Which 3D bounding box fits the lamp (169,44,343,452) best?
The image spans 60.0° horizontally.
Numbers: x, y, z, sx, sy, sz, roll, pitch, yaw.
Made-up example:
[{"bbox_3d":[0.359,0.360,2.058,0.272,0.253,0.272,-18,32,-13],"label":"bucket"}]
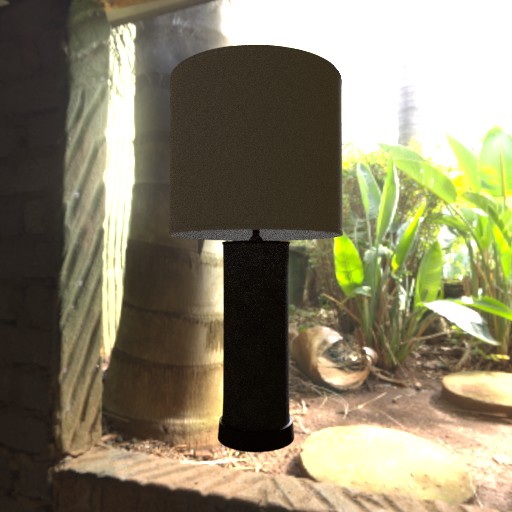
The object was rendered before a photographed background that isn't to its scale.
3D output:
[{"bbox_3d":[0.000,0.000,0.780,0.301,0.630,0.301,0,-1,-16],"label":"lamp"}]
